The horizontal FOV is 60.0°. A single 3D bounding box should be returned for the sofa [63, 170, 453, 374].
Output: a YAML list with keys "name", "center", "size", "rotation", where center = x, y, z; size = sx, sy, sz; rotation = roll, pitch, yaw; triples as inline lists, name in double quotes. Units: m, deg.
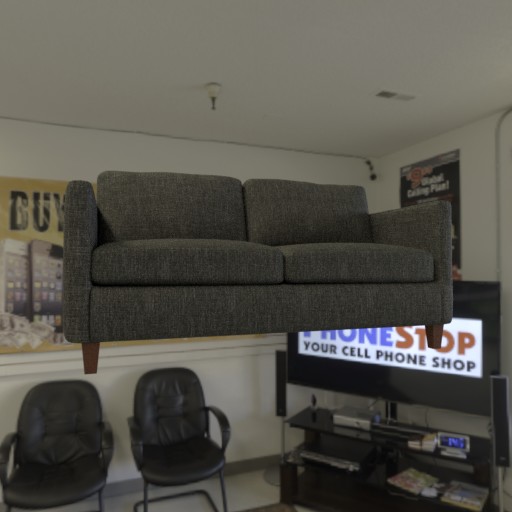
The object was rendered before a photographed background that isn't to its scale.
- name: "sofa"
  center: [0.000, 0.000, 2.430]
  size: [1.884, 0.963, 0.950]
  rotation: [0, -1, -18]
